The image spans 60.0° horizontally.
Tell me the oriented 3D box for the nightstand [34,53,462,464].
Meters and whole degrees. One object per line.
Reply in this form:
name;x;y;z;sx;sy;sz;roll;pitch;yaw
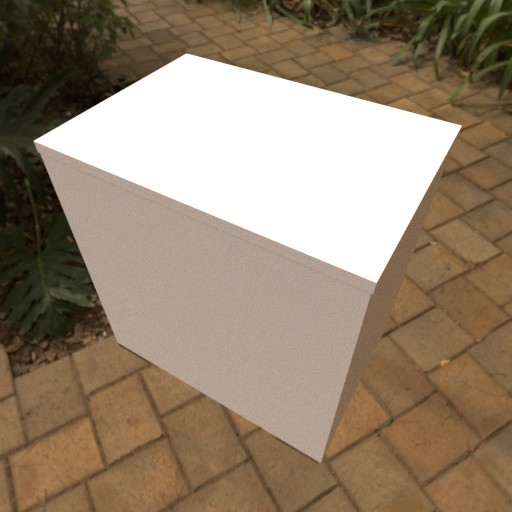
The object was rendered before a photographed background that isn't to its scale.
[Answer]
nightstand;0.000;0.000;0.727;0.441;0.460;0.325;24;51;21
